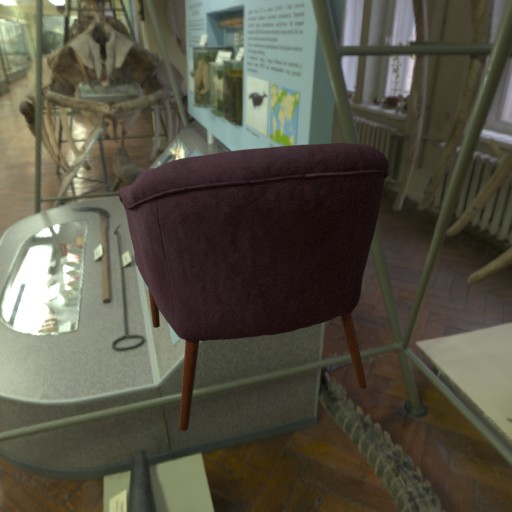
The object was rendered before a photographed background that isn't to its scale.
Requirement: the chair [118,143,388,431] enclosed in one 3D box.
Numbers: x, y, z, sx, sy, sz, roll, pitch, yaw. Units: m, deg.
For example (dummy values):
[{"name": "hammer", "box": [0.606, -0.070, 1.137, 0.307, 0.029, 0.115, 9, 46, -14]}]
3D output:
[{"name": "chair", "box": [0.000, 0.000, 1.522, 0.851, 0.885, 0.776, -8, 27, -15]}]
